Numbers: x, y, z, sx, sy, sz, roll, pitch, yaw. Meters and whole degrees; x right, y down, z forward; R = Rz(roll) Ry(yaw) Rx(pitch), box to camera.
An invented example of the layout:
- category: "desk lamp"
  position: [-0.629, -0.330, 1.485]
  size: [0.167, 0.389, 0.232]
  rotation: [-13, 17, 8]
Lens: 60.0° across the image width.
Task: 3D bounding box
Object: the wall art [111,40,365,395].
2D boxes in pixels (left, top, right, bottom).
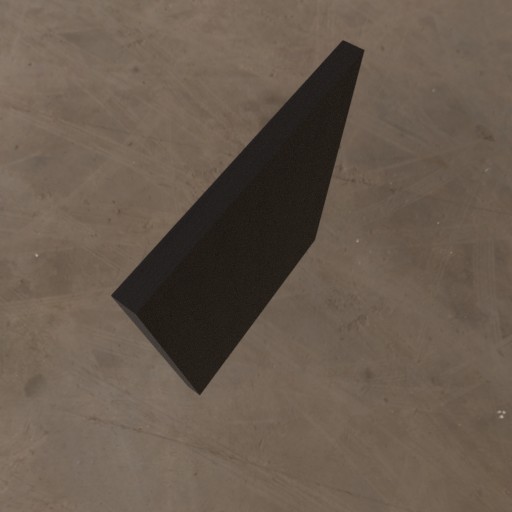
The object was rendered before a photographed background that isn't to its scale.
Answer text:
- category: "wall art"
  position: [0.000, 0.000, 0.770]
  size: [0.034, 0.552, 0.455]
  rotation: [33, 69, 14]
